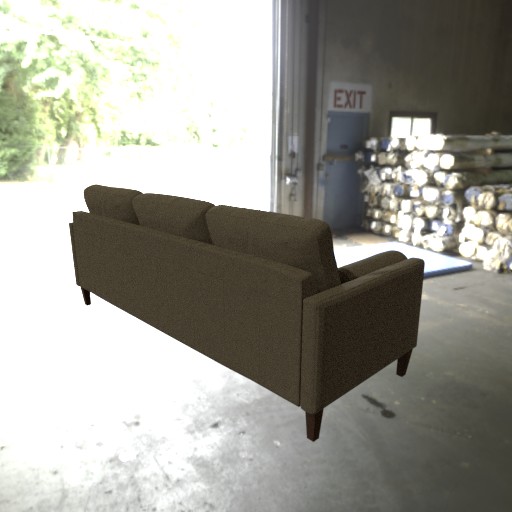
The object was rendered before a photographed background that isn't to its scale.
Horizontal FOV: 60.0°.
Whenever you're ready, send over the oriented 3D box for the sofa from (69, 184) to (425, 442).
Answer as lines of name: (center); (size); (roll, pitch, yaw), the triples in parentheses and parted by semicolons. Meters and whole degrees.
sofa: (0.000, 0.000, 2.844); (1.506, 0.875, 2.178); (-14, 20, -42)
